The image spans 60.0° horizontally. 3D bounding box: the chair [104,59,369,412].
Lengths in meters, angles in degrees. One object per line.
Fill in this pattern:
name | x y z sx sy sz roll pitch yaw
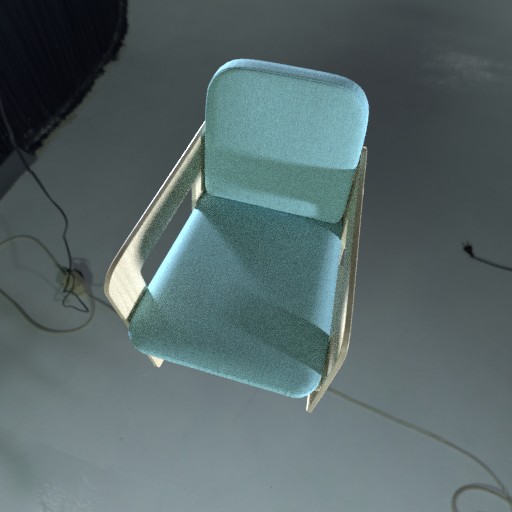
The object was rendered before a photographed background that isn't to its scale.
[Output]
chair | 0.000 0.000 1.295 0.590 0.800 0.710 14 59 9
